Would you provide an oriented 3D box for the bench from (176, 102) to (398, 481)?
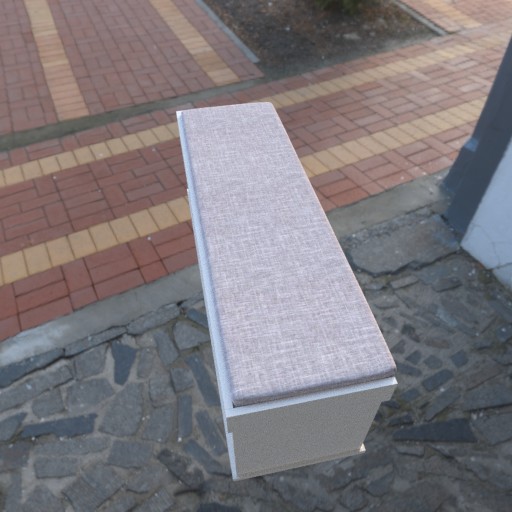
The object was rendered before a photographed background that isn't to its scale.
[{"bbox_3d":[0.000,0.000,1.424,0.363,0.453,1.196,-8,47,-8],"label":"bench"}]
